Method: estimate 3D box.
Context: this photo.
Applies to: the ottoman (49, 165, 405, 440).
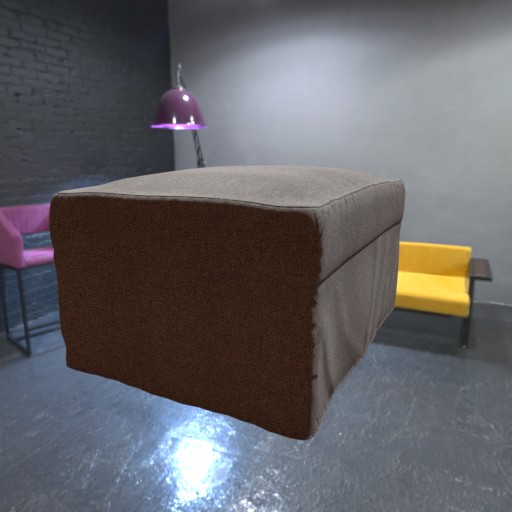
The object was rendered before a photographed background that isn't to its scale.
[{"bbox_3d":[0.000,0.000,1.235,0.652,0.492,0.833,7,15,27],"label":"ottoman"}]
